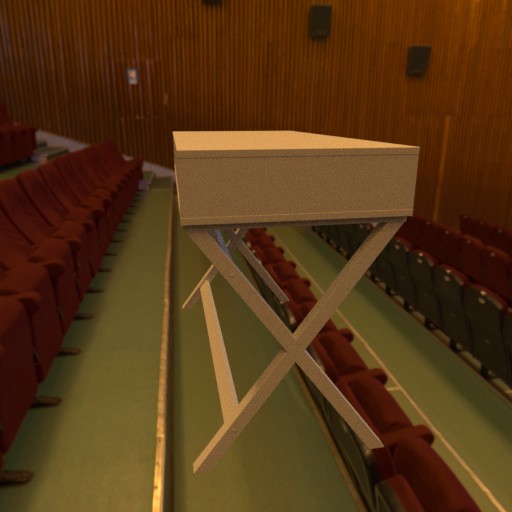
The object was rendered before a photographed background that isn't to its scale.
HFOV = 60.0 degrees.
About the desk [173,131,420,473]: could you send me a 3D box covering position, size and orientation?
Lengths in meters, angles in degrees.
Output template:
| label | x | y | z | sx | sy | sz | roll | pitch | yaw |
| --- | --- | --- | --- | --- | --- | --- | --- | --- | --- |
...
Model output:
| label | x | y | z | sx | sy | sz | roll | pitch | yaw |
| --- | --- | --- | --- | --- | --- | --- | --- | --- | --- |
| desk | 0.000 | 0.000 | 1.501 | 0.509 | 0.780 | 1.059 | -3 | 18 | -10 |
